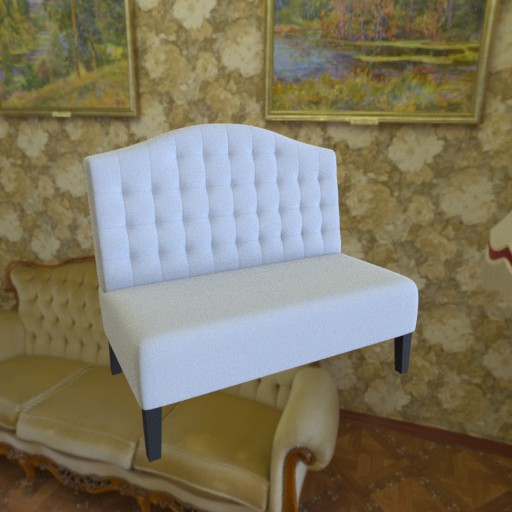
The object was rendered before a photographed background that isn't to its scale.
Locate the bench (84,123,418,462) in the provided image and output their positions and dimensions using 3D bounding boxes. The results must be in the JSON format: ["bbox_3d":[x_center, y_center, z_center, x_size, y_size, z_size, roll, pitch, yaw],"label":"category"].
[{"bbox_3d":[0.000,0.000,2.060,1.335,1.180,0.815,-9,19,-27],"label":"bench"}]
